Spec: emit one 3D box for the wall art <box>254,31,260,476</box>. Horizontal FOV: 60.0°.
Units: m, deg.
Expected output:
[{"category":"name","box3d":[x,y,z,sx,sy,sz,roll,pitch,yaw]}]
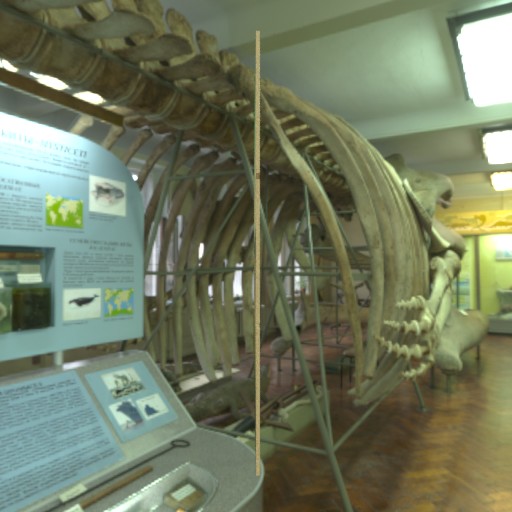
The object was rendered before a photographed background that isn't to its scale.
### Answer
[{"category":"wall art","box3d":[0.000,0.000,2.259,0.014,1.507,1.519,0,-1,0]}]
